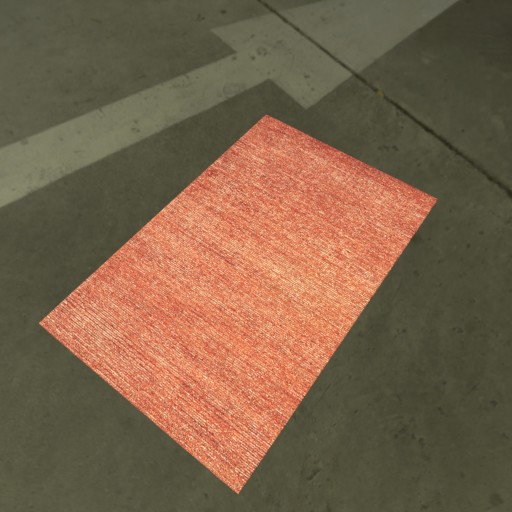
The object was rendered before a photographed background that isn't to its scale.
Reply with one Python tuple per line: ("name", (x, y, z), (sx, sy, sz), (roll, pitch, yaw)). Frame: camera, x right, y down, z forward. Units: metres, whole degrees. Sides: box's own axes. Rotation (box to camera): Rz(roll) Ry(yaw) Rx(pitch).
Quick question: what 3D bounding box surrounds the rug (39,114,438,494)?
("rug", (0.000, 0.000, 2.188), (1.139, 0.011, 1.747), (32, 63, 19))
